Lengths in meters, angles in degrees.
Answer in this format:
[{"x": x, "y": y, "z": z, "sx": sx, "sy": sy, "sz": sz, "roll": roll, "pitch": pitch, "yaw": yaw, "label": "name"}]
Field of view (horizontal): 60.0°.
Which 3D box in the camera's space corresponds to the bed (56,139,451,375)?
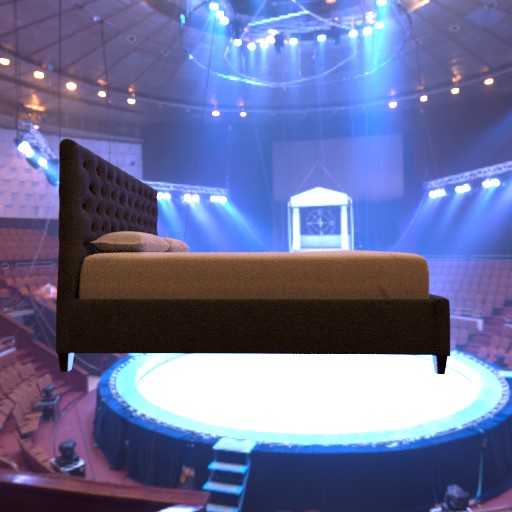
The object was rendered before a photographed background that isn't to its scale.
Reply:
[{"x": 0.000, "y": 0.000, "z": 3.678, "sx": 2.387, "sy": 1.427, "sz": 2.078, "roll": 0, "pitch": 0, "yaw": 2, "label": "bed"}]
